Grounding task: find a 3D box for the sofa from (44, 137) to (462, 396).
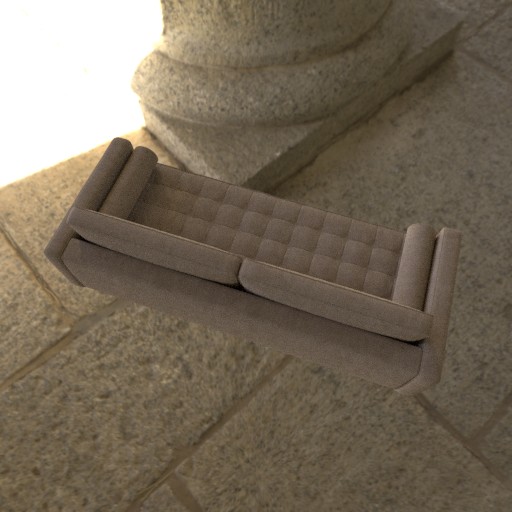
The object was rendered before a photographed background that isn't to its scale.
[{"bbox_3d":[0.000,0.000,2.643,2.200,0.770,0.919,17,65,8],"label":"sofa"}]
